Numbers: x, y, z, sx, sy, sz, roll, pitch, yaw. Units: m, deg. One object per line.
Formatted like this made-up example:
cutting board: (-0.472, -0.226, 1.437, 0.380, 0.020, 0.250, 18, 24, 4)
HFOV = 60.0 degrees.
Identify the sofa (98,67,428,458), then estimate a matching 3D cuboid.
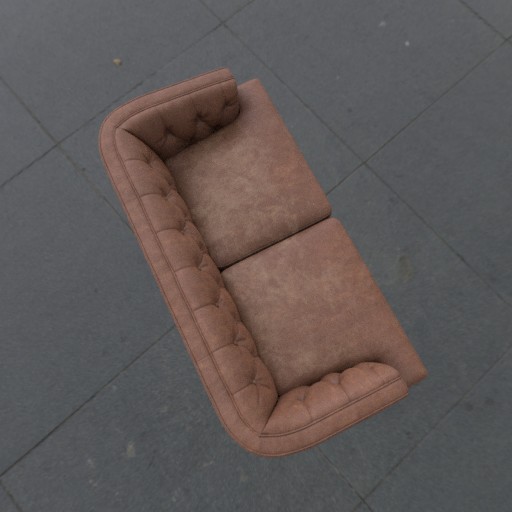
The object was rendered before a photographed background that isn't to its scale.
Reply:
sofa: (0.000, 0.000, 2.222, 0.914, 0.786, 1.755, -26, 78, -6)
